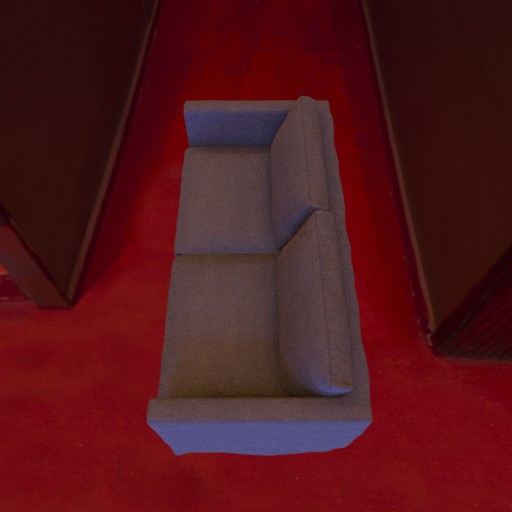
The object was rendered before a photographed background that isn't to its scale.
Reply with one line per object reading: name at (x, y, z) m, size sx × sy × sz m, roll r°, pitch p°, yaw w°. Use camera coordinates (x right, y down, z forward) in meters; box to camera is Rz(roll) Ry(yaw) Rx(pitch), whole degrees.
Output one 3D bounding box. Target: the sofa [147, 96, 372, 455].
sofa at (0.000, 0.000, 2.529) m, size 0.953 × 0.855 × 1.982 m, roll 0°, pitch 58°, yaw 0°
